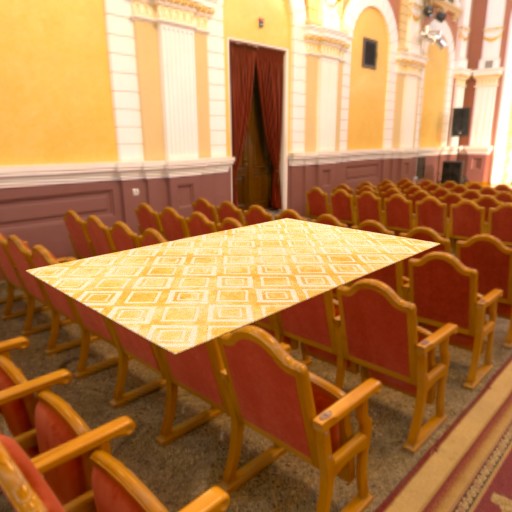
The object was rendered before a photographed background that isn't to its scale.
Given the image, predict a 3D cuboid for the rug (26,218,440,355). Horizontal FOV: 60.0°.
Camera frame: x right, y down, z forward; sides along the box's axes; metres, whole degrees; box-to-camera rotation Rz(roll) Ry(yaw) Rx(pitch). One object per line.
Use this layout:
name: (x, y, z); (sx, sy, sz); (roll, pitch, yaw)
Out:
rug: (0.000, 0.000, 2.985); (1.511, 0.010, 2.424); (14, 21, 42)
